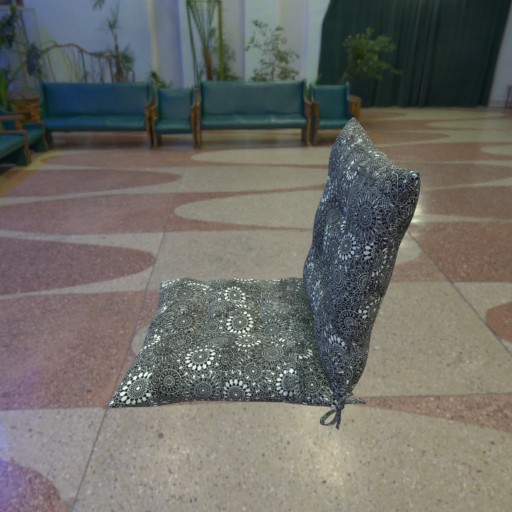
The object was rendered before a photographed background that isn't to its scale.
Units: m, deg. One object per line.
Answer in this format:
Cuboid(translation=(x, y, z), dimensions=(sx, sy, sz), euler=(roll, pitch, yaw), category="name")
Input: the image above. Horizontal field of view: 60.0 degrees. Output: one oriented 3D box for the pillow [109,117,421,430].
Cuboid(translation=(0.000, 0.000, 1.011), dimensions=(0.585, 0.536, 0.541), euler=(0, 27, 0), category="pillow")
